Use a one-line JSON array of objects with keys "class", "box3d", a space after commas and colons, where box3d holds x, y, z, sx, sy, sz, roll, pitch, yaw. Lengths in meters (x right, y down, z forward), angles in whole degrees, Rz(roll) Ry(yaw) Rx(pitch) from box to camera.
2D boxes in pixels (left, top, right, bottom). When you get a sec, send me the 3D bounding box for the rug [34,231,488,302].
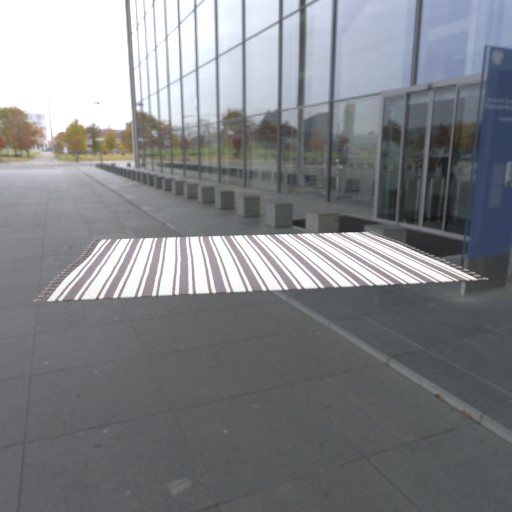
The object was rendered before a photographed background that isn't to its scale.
[{"class": "rug", "box3d": [0.000, 0.000, 3.048, 2.425, 0.014, 1.563, -2, 13, -9]}]
